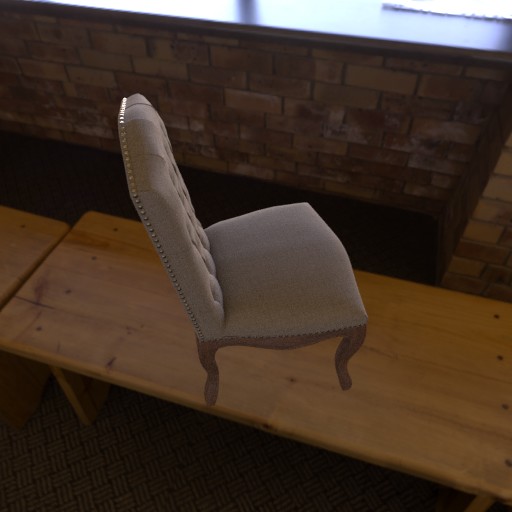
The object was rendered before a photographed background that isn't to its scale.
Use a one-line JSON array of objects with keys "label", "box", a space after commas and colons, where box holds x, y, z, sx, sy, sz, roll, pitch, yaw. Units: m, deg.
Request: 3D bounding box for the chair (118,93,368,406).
[{"label": "chair", "box": [0.000, 0.000, 1.620, 0.731, 1.191, 0.637, -10, 47, -10]}]
